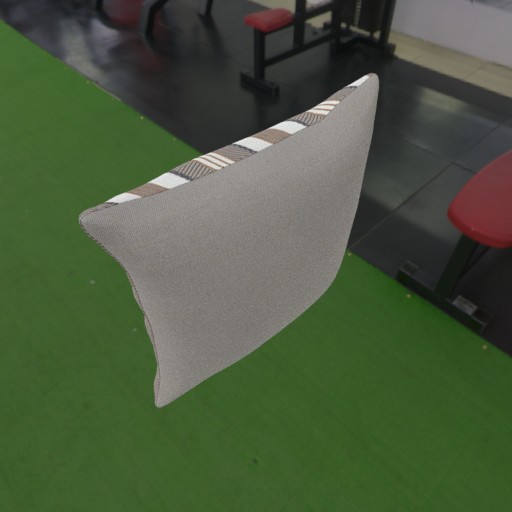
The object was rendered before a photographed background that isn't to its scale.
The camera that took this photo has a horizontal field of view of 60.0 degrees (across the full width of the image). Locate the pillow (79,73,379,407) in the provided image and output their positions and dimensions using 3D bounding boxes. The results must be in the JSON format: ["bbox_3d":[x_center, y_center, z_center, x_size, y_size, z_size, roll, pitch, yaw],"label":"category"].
[{"bbox_3d":[0.000,0.000,0.625,0.416,0.401,0.173,-33,55,-27],"label":"pillow"}]
